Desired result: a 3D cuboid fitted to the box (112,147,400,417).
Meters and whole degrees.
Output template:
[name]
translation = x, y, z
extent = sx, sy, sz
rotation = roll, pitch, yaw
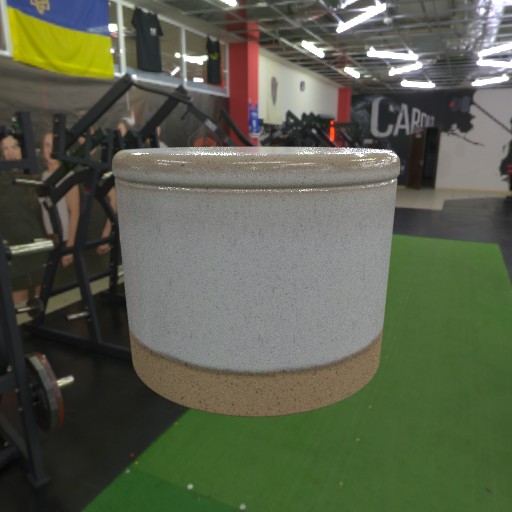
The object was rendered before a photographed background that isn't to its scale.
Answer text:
[box]
translation = 0.000, 0.000, 0.262
extent = 0.154, 0.123, 0.154
rotation = 0, 15, 0
